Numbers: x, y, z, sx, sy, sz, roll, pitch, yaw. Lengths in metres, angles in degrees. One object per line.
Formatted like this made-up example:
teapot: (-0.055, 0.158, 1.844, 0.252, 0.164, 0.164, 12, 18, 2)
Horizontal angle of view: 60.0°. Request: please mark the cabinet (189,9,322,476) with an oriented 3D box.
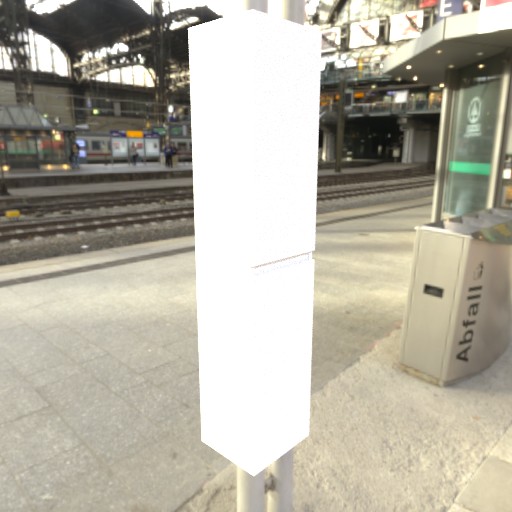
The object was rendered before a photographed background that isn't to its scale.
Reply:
cabinet: (0.000, 0.000, 1.497, 0.269, 1.400, 0.300, 12, 18, 42)
